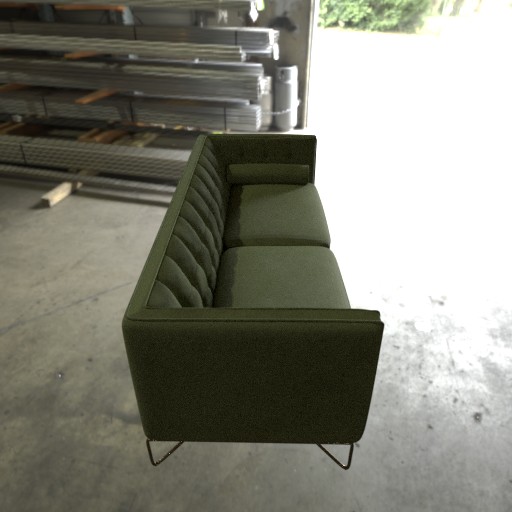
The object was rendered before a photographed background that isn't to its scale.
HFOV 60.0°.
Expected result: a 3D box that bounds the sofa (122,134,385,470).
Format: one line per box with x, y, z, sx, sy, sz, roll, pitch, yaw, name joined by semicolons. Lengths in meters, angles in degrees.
0.000;0.000;2.472;0.867;0.789;2.087;0;31;0;sofa
